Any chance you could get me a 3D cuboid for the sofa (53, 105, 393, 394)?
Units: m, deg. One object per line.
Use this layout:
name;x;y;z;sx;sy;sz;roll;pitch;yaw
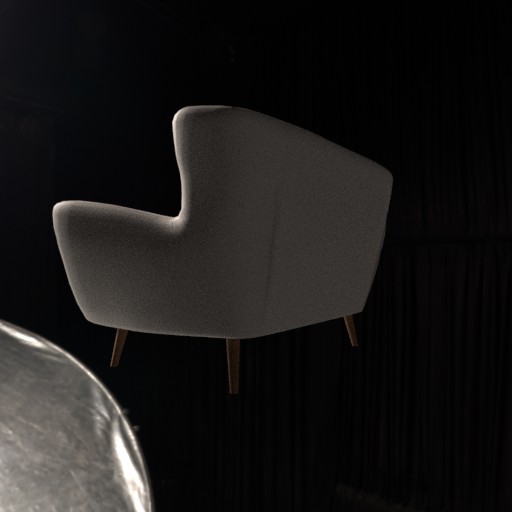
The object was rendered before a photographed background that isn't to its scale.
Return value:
sofa;0.000;0.000;1.951;0.921;0.878;1.424;0;0;36
